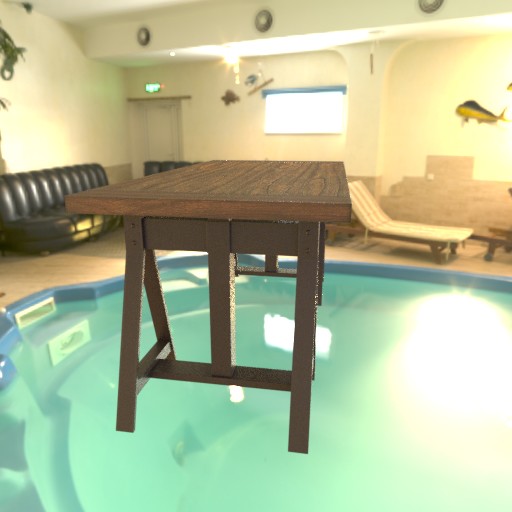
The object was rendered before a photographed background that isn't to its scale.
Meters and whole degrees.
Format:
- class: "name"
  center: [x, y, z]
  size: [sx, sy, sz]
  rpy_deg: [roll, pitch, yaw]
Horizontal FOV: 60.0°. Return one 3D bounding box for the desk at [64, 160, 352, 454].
- class: "desk"
  center: [0.000, 0.000, 1.954]
  size: [0.784, 0.725, 1.543]
  rpy_deg: [3, 16, 10]
